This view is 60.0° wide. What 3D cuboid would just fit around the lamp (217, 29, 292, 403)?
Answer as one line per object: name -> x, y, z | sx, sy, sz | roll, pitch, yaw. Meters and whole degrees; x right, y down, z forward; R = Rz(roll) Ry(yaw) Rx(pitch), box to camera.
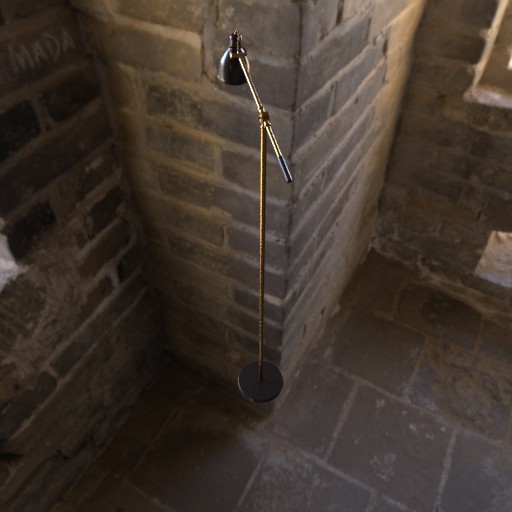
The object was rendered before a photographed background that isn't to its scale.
lamp -> 0.000, 0.000, 1.830 | 0.235, 1.628, 0.618 | -12, 43, -13
